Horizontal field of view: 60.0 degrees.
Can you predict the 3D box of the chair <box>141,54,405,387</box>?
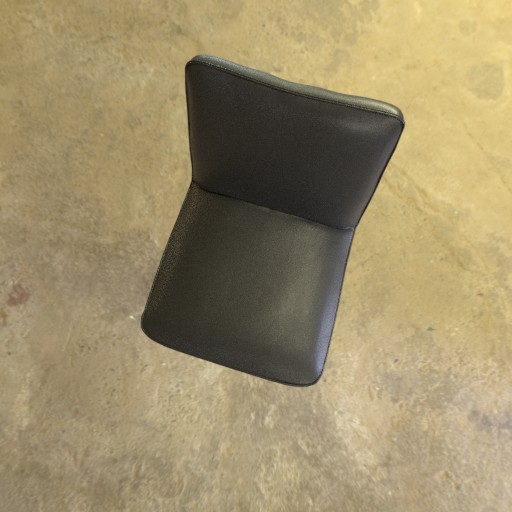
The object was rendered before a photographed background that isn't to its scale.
[{"bbox_3d":[0.000,0.000,1.240,0.543,0.801,0.645,12,76,3],"label":"chair"}]
